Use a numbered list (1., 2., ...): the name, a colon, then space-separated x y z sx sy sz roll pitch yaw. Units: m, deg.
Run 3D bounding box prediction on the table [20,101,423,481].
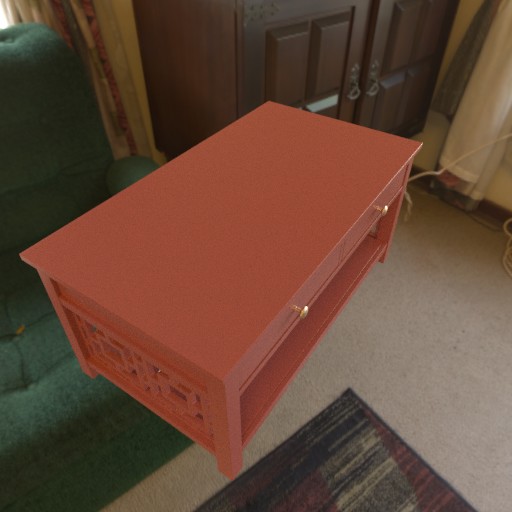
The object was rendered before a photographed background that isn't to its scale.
1. table: 0.000 0.000 1.400 0.612 0.493 1.068 24 47 25
